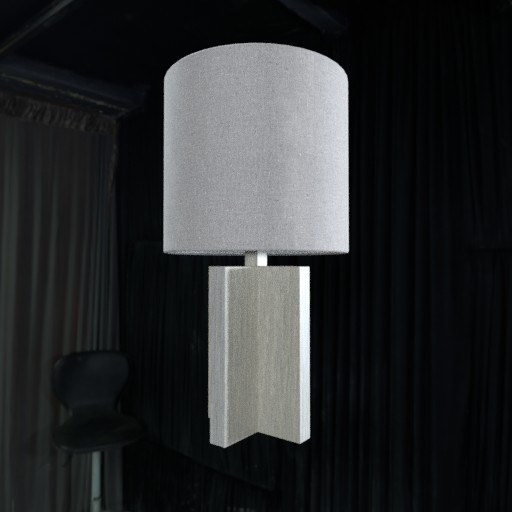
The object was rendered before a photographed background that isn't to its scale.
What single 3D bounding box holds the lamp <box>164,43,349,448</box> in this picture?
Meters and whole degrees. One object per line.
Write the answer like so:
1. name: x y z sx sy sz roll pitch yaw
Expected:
1. lamp: 0.000 0.000 0.558 0.229 0.428 0.229 -1 -1 38
